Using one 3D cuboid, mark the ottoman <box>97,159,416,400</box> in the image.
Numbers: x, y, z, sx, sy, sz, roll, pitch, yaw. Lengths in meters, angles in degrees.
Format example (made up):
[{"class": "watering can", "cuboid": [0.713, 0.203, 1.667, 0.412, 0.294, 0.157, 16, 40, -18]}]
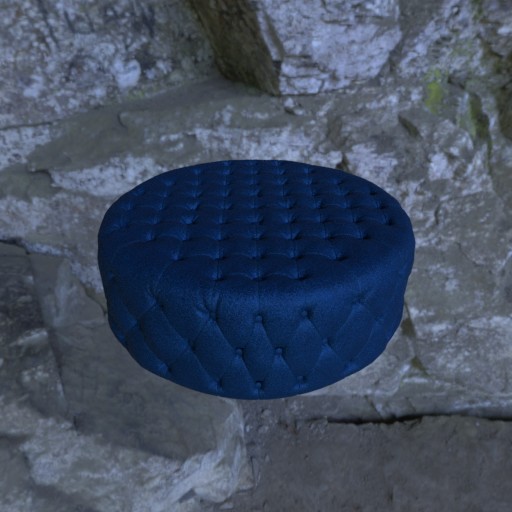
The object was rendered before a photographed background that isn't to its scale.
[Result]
[{"class": "ottoman", "cuboid": [0.000, 0.000, 1.505, 0.998, 0.398, 0.998, 0, 32, 0]}]
